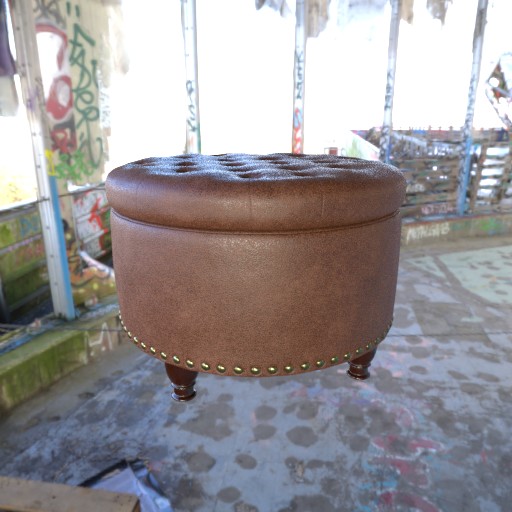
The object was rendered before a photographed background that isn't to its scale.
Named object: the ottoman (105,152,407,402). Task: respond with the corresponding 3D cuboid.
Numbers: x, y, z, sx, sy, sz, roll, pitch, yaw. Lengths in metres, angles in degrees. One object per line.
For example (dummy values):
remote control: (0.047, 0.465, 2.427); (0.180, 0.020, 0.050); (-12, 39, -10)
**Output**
ottoman: (0.000, 0.000, 1.035); (0.637, 0.442, 0.637); (0, 17, 0)
